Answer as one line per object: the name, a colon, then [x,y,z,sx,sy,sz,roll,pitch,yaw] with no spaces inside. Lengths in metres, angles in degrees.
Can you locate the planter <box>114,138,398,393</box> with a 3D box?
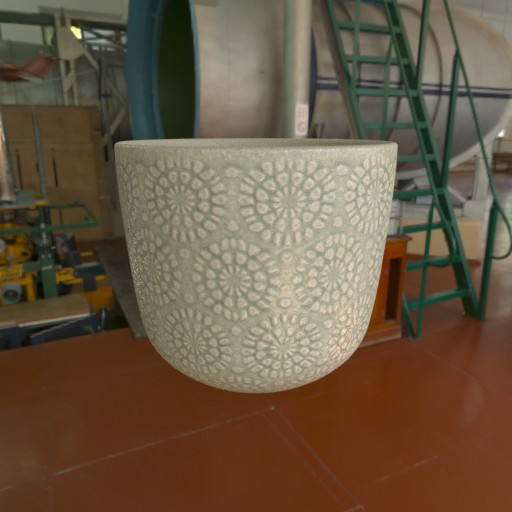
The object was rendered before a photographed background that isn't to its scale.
planter: [0.000,0.000,0.217,0.124,0.109,0.124,0,16,0]
